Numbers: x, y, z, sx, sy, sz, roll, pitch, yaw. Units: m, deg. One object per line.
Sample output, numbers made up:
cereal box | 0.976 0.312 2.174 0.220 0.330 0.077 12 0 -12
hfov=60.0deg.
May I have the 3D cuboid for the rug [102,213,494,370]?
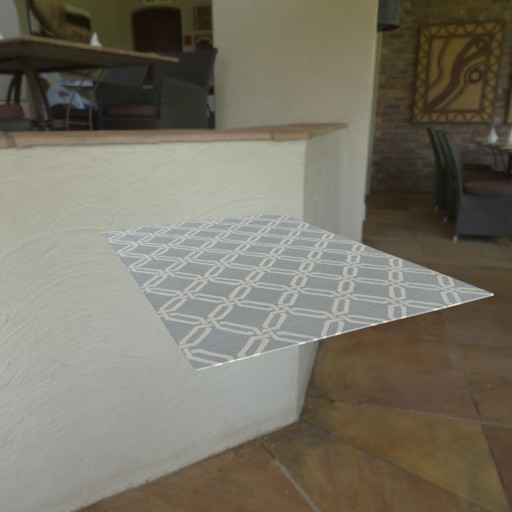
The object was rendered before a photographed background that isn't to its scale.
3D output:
rug | 0.000 0.000 2.731 1.522 0.013 2.133 -9 19 -25
